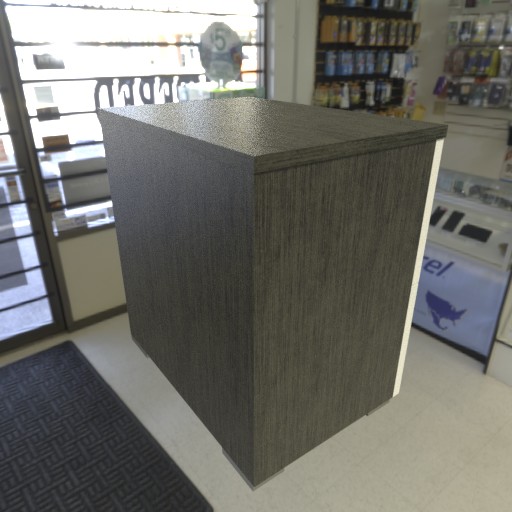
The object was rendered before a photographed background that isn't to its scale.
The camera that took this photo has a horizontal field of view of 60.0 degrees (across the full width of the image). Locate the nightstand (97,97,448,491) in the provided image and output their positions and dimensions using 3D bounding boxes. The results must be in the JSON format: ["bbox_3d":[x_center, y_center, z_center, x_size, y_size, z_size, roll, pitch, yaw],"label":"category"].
[{"bbox_3d":[0.000,0.000,0.752,0.325,0.460,0.441,-17,30,-32],"label":"nightstand"}]
